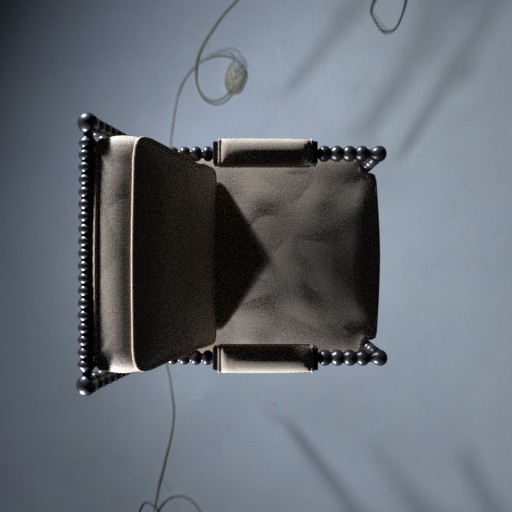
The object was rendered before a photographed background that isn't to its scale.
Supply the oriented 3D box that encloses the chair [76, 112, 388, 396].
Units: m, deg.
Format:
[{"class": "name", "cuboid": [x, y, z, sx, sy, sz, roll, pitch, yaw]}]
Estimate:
[{"class": "chair", "cuboid": [0.000, 0.000, 1.148, 0.657, 0.703, 0.555, 0, 89, 0]}]
